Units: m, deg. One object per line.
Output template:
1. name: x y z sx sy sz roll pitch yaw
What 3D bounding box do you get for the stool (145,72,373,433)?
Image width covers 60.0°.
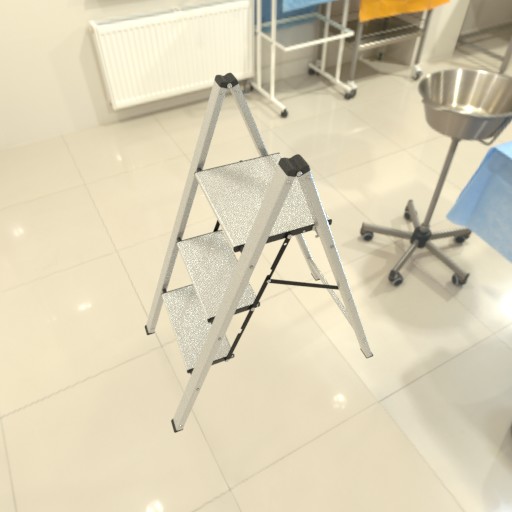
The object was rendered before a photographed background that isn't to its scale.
1. stool: 0.000 0.000 1.298 0.730 0.902 0.441 -16 49 -15
